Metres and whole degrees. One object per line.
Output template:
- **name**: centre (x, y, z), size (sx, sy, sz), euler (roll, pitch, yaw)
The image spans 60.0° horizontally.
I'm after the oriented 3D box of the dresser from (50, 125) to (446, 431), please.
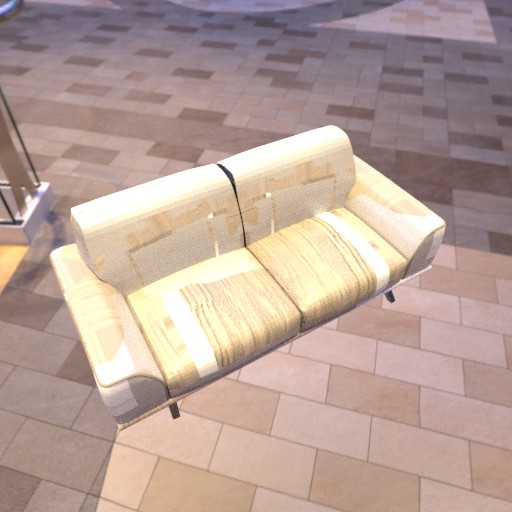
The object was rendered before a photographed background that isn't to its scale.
- **dresser**: centre (0.000, 0.000, 5.819), size (4.679, 1.863, 2.251), euler (-23, 49, -21)
